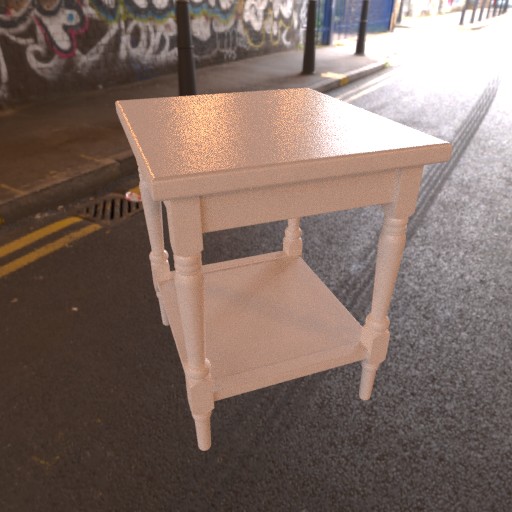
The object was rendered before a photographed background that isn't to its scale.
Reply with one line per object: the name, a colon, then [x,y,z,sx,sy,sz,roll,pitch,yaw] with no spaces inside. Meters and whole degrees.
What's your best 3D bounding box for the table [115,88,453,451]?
table: [0.000,0.000,0.926,0.442,0.565,0.488,-11,32,-17]
